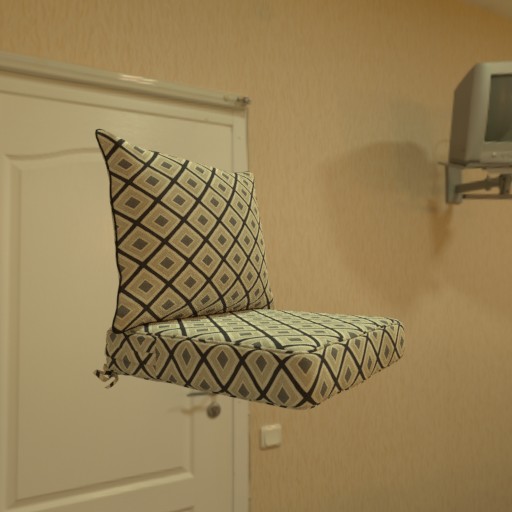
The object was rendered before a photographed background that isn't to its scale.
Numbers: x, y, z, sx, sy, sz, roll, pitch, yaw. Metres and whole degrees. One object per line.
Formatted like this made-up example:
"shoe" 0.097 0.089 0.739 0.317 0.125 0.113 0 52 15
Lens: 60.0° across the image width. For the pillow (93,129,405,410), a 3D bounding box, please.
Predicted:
"pillow" 0.000 0.000 1.383 0.733 0.722 0.798 -1 -2 35
